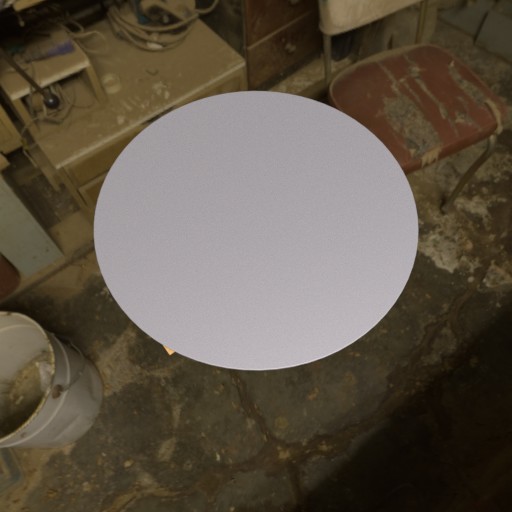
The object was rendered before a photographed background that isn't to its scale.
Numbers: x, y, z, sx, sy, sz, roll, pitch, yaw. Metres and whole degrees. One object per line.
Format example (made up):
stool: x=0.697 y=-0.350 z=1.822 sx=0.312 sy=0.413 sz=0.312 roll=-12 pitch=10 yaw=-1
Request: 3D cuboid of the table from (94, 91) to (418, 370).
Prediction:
table: x=0.000 y=0.000 z=1.010 sx=0.600 sy=0.405 sz=0.600 roll=0 pitch=64 yaw=0
